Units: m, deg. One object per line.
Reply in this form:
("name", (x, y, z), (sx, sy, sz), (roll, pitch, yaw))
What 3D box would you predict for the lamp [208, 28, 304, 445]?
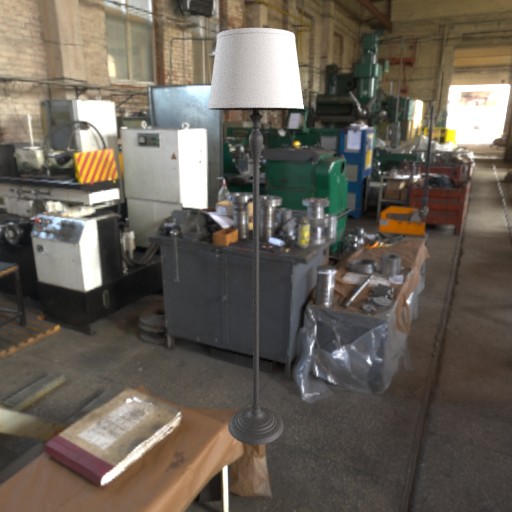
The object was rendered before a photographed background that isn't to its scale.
("lamp", (0.000, 0.000, 1.668), (0.327, 1.506, 0.327), (-2, 17, -7))
